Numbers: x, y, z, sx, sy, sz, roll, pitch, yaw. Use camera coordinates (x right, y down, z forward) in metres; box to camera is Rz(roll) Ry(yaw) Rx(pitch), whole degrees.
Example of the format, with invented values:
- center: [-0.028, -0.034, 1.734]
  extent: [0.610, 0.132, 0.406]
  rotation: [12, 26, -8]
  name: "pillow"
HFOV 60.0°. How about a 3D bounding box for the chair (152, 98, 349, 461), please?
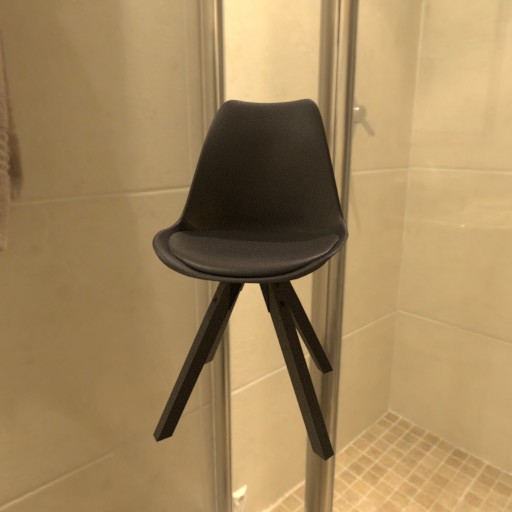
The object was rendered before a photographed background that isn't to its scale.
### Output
- center: [0.000, 0.000, 1.204]
  extent: [0.485, 0.850, 0.550]
  rotation: [2, 15, 9]
  name: "chair"
